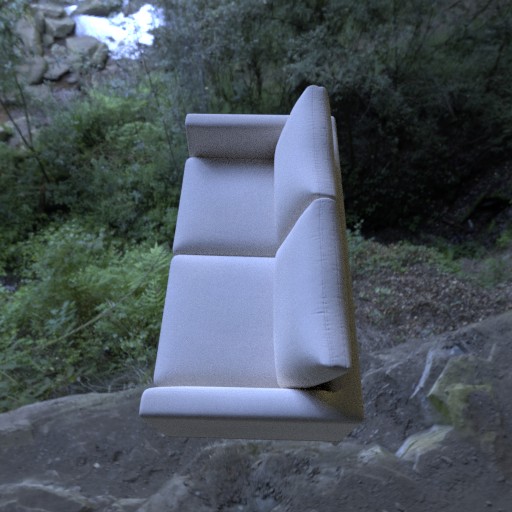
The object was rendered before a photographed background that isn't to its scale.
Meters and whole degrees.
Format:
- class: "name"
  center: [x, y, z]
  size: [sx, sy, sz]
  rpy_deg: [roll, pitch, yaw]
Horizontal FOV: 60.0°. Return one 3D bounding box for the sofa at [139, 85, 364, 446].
- class: "sofa"
  center: [0.000, 0.000, 2.339]
  size: [0.906, 0.995, 1.739]
  rpy_deg: [1, 58, 1]
